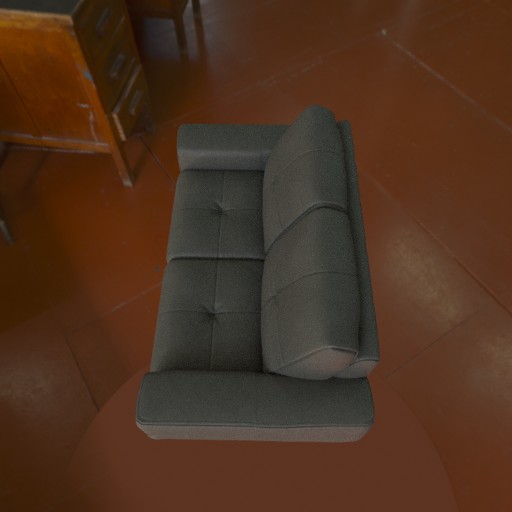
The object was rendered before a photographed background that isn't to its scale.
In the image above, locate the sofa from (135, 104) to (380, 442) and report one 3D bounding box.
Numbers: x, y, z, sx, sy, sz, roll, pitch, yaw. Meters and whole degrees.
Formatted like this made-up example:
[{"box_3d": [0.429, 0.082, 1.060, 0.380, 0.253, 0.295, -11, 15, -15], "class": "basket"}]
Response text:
[{"box_3d": [0.000, 0.000, 2.350, 1.018, 0.907, 1.806, 1, 59, 1], "class": "sofa"}]
